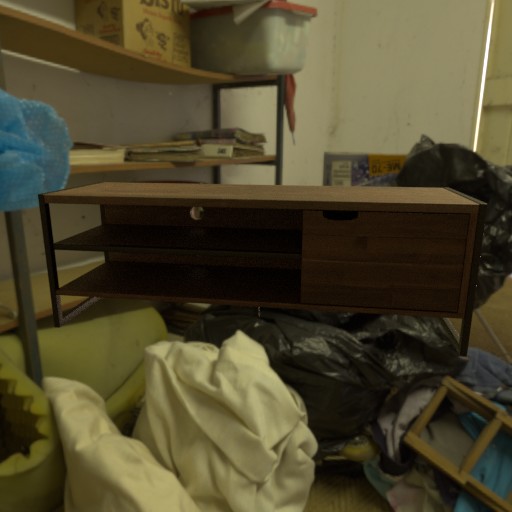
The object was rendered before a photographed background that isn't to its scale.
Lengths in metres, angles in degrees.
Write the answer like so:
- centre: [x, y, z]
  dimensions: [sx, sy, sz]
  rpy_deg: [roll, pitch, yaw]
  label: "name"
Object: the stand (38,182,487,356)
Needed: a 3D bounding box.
- centre: [0.000, 0.000, 1.722]
  dimensions: [1.480, 0.506, 0.454]
  rpy_deg: [2, 15, 9]
  label: "stand"
